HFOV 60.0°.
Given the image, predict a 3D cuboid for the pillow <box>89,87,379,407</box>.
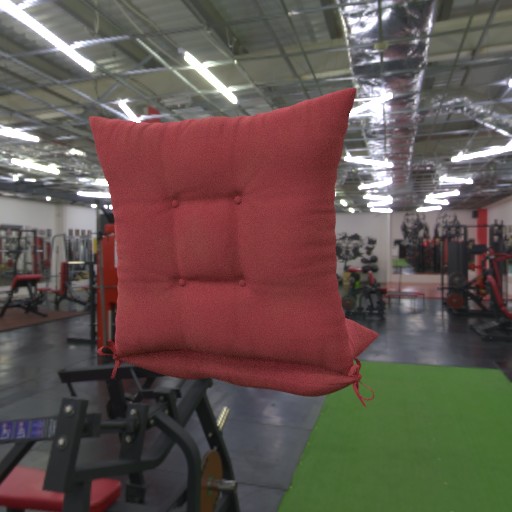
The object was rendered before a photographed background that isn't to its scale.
[{"bbox_3d":[0.000,0.000,1.000,0.541,0.536,0.585,0,1,19],"label":"pillow"}]
